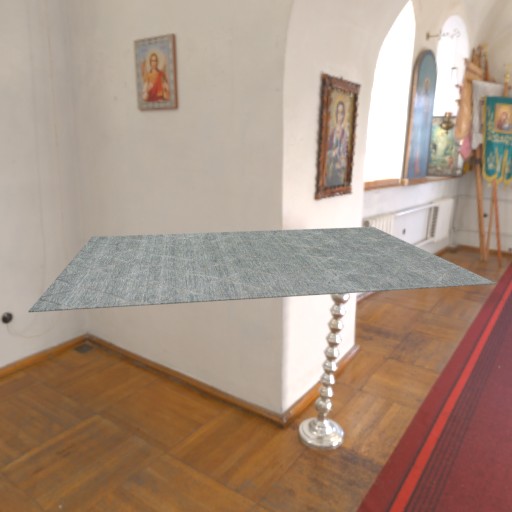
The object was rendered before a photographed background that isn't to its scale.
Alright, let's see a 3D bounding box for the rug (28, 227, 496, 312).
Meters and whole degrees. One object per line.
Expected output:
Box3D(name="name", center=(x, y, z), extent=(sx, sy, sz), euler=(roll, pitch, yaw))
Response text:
Box3D(name="rug", center=(0.000, 0.000, 2.850), extent=(2.283, 0.006, 1.521), euler=(-3, 15, -9))
